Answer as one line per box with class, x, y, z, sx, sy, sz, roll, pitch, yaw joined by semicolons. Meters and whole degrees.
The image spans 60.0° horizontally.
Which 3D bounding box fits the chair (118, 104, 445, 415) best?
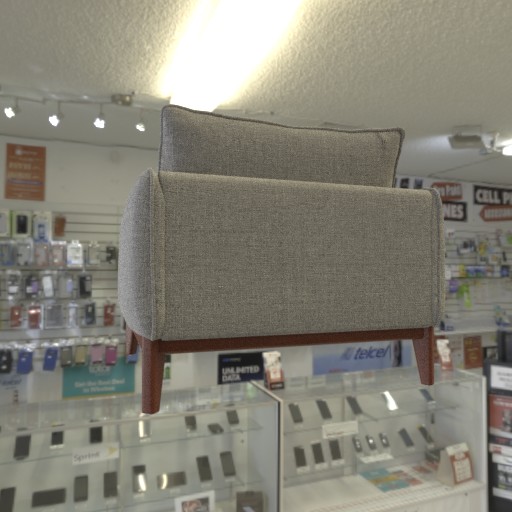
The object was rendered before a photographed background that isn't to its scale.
chair;0.000;0.000;1.683;0.993;0.839;0.976;1;-2;-19
